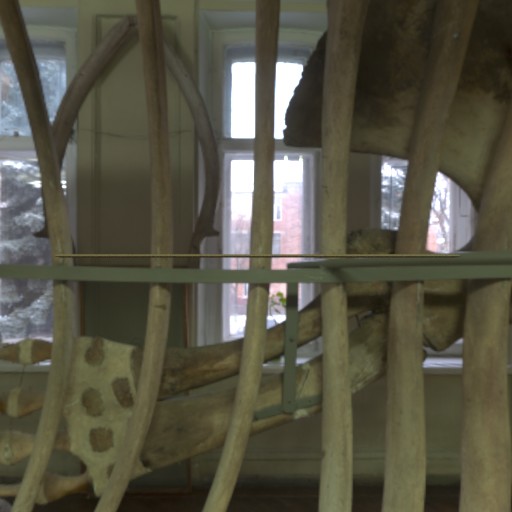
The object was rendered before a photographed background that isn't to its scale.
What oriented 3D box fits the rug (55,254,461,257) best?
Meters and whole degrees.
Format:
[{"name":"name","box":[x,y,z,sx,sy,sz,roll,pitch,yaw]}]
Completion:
[{"name":"rug","box":[0.000,0.000,4.114,2.413,0.020,3.041,0,0,-1]}]
